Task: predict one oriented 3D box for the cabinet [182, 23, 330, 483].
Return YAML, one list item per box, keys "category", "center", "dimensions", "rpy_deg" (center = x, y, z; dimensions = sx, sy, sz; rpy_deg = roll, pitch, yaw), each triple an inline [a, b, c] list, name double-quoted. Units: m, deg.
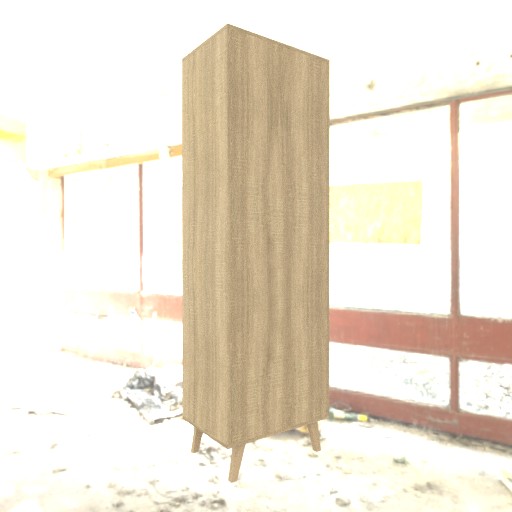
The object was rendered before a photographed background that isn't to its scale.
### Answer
- category: "cabinet"
  center: [0.000, 0.000, 2.092]
  dimensions: [0.570, 1.850, 0.400]
  rpy_deg: [0, 1, -36]
